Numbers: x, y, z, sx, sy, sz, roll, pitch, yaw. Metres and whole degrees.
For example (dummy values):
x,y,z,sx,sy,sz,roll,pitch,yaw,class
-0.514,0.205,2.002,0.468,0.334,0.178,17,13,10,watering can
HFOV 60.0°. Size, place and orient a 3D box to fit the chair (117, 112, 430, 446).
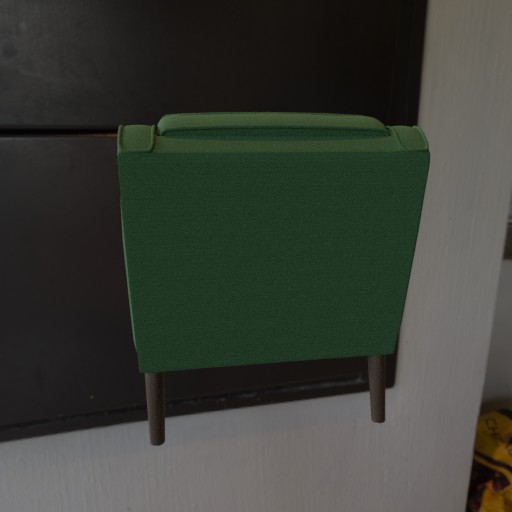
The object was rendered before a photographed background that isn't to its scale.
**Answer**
x,y,z,sx,sy,sz,roll,pitch,yaw,class
0.000,0.000,1.323,0.663,0.792,0.743,-2,15,-9,chair
